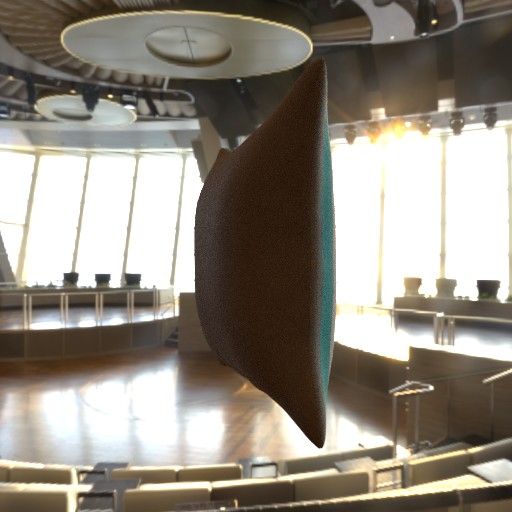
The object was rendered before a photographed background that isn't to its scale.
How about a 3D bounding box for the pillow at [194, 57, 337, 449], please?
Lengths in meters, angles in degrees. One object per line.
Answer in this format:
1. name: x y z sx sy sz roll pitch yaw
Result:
1. pillow: 0.000 0.000 0.702 0.168 0.443 0.453 0 0 -18
